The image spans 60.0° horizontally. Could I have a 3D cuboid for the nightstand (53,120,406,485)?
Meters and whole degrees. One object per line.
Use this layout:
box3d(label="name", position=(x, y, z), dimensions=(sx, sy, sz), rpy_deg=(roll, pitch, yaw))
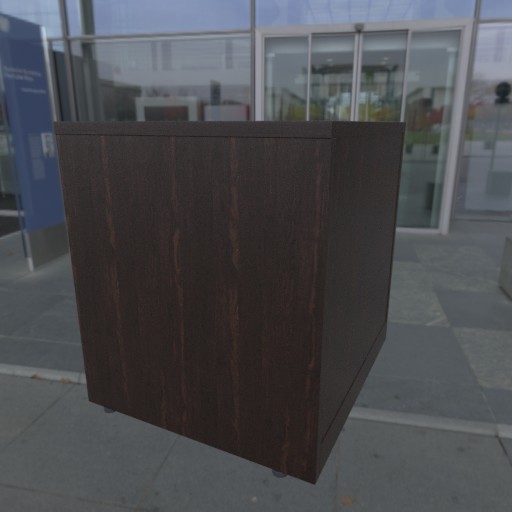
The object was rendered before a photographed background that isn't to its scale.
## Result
box3d(label="nightstand", position=(0.000, 0.000, 0.841), dimensions=(0.427, 0.487, 0.489), rpy_deg=(8, 19, 26))
